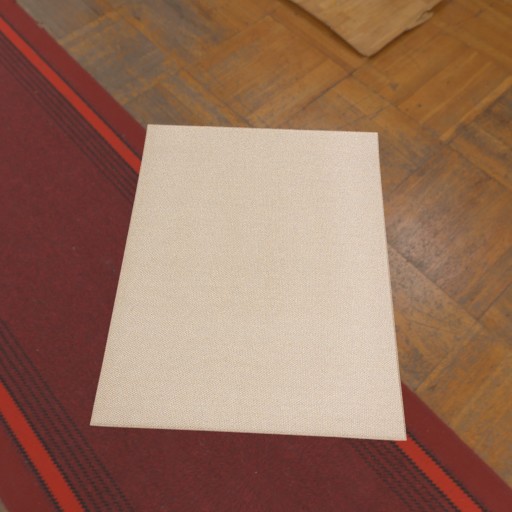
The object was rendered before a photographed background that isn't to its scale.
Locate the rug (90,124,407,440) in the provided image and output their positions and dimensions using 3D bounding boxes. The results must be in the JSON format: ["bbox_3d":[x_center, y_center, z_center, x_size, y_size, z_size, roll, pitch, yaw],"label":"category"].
[{"bbox_3d":[0.000,0.000,4.072,2.462,0.018,3.039,2,64,1],"label":"rug"}]
